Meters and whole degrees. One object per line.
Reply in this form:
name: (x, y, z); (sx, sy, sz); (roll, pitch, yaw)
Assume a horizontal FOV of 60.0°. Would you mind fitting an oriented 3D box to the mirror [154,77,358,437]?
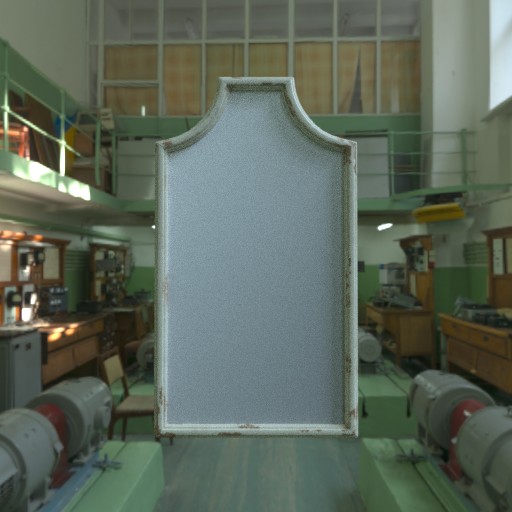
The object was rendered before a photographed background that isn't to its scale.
mirror: (0.000, 0.000, 0.884); (0.403, 0.717, 0.022); (0, -1, 0)
